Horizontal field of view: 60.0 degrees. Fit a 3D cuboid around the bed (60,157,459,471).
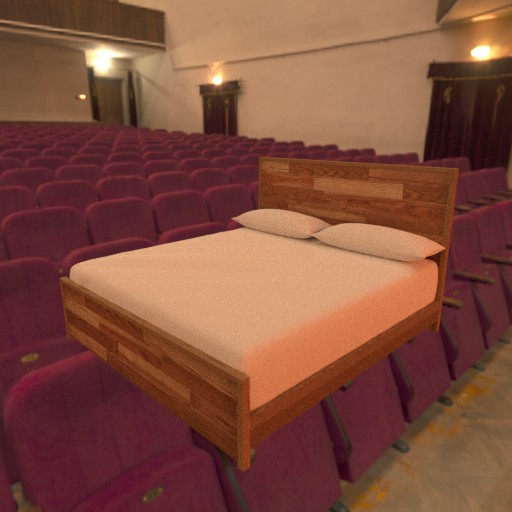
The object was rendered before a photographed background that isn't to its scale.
[{"bbox_3d":[0.000,0.000,3.361,2.184,1.295,2.013,-15,22,-43],"label":"bed"}]
